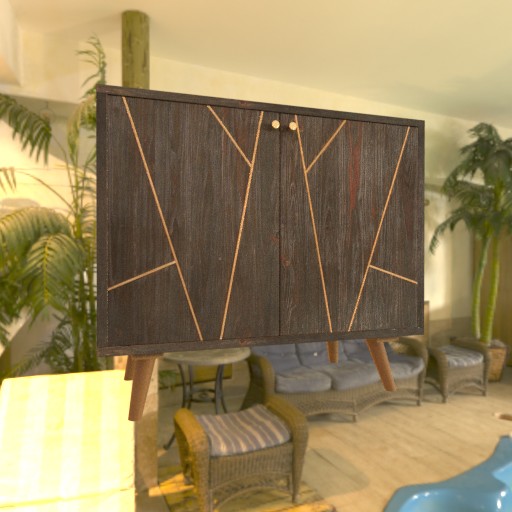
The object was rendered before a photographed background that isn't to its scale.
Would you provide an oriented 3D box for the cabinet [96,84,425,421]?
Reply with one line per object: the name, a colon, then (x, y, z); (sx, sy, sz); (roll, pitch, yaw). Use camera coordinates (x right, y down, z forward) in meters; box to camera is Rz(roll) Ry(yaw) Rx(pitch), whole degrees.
cabinet: (0.000, 0.000, 1.530); (1.023, 0.897, 0.529); (0, 0, -18)
